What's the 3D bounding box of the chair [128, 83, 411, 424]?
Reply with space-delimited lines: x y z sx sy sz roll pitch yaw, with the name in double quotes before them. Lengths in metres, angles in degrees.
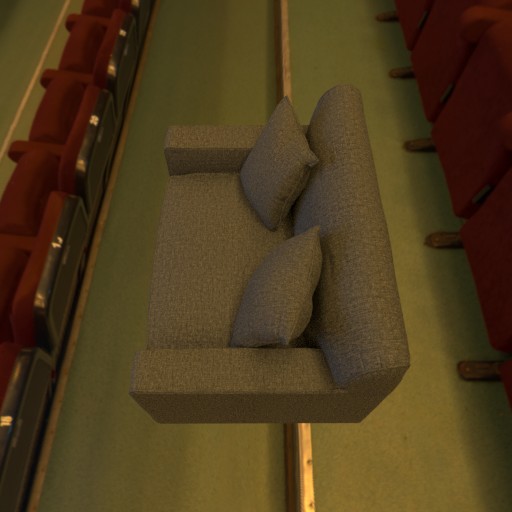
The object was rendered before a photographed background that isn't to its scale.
"chair" 0.000 0.000 2.083 1.000 0.948 1.383 0 59 0
